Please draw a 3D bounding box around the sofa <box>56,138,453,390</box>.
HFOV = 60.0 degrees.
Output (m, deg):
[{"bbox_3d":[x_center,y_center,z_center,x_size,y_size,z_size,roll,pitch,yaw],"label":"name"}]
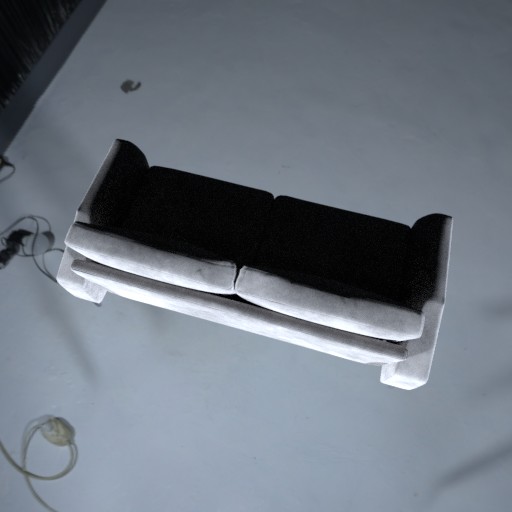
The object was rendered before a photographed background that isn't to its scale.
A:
[{"bbox_3d":[0.000,0.000,2.304,1.837,0.859,0.849,14,66,7],"label":"sofa"}]
